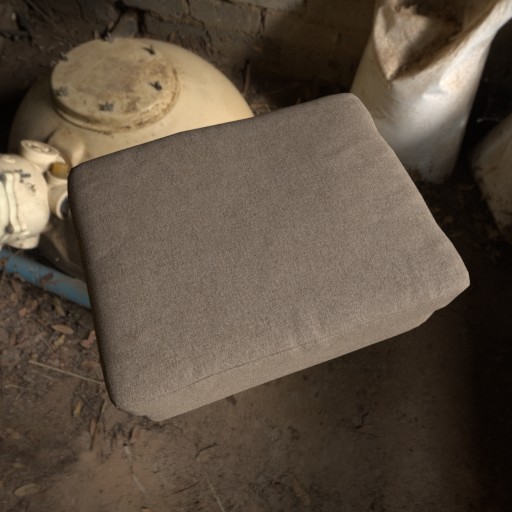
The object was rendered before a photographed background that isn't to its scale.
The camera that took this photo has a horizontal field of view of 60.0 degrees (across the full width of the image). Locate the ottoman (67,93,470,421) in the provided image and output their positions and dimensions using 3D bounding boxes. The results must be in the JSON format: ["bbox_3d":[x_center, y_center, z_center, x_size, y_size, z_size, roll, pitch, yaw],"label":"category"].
[{"bbox_3d":[0.000,0.000,1.303,0.889,0.511,0.692,-18,64,-9],"label":"ottoman"}]
